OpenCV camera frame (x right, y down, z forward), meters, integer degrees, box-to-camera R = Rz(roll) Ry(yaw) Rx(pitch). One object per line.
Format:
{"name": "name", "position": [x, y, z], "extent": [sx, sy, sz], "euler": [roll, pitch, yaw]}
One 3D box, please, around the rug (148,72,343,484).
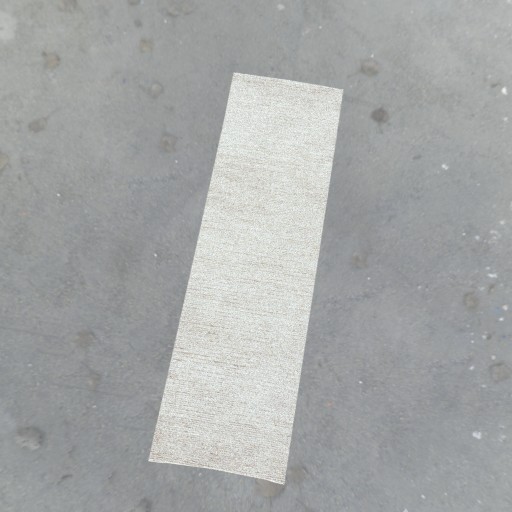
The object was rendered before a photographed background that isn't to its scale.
{"name": "rug", "position": [0.000, 0.000, 2.552], "extent": [0.712, 0.013, 2.346], "euler": [10, 76, 2]}
